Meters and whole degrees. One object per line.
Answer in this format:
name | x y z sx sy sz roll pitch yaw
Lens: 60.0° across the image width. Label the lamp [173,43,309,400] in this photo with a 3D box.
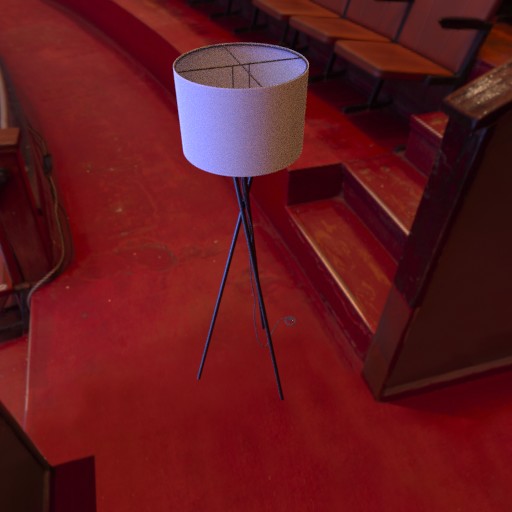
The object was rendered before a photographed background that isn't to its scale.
lamp | 0.000 0.000 1.944 0.667 1.624 0.522 -13 43 -14
